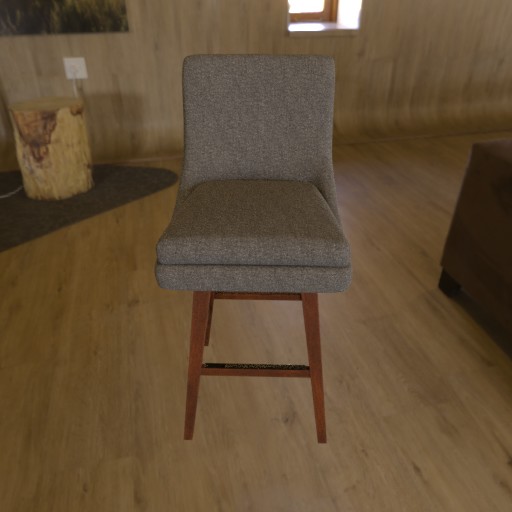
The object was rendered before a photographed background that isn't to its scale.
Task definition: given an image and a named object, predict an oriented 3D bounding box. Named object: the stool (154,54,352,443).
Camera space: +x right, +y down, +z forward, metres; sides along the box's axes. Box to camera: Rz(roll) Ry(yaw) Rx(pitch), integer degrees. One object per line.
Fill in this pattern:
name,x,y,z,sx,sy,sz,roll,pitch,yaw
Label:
stool,0.000,0.000,1.355,0.489,1.068,0.572,1,32,1
